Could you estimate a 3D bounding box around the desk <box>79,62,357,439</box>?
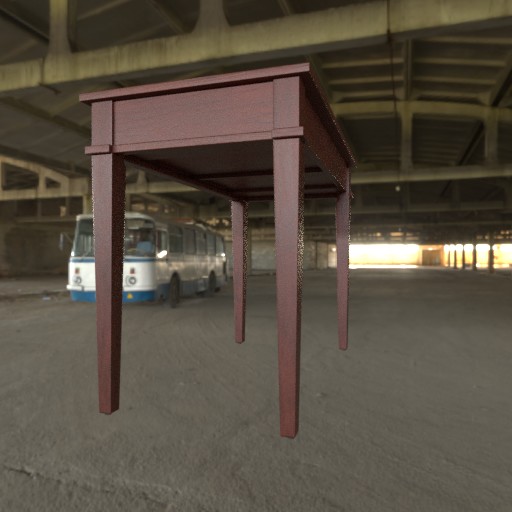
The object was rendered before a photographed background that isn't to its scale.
[{"bbox_3d":[0.000,0.000,1.432,0.549,0.762,1.001,0,0,18],"label":"desk"}]
